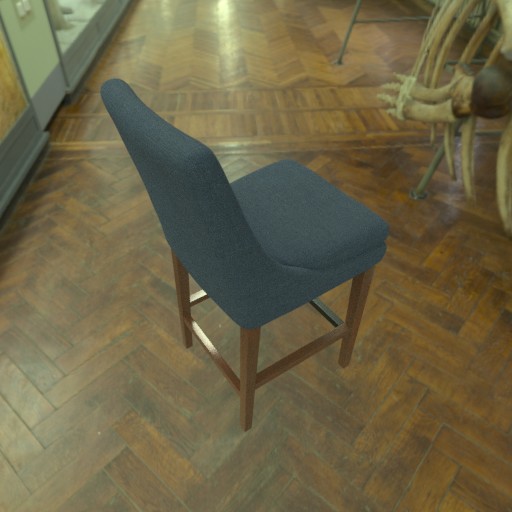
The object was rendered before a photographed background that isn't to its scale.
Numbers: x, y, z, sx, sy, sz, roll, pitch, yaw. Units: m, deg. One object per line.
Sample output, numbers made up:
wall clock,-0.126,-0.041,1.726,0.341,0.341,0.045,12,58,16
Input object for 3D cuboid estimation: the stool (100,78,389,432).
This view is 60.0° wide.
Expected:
stool,0.000,0.000,1.260,0.577,0.981,0.470,-25,47,-25
